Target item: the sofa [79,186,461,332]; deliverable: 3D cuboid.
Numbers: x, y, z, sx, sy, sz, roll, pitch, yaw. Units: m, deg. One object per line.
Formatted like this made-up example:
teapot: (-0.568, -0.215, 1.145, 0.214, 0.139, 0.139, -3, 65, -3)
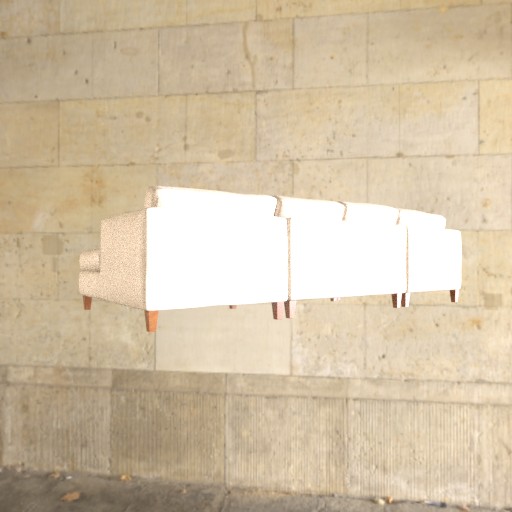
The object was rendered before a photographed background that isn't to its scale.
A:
sofa: (0.000, 0.000, 4.656, 3.460, 0.961, 2.594, 0, -1, -35)
